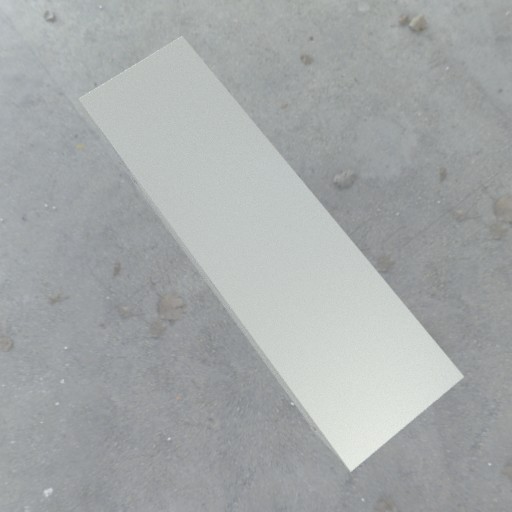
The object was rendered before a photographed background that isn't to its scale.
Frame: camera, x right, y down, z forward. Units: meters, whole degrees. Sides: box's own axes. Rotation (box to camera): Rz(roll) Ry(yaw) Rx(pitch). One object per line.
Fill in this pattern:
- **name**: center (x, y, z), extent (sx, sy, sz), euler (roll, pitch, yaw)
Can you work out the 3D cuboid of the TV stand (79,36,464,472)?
- **TV stand**: center (0.000, 0.000, 1.413), extent (0.344, 0.603, 1.167), euler (-36, 78, -9)
